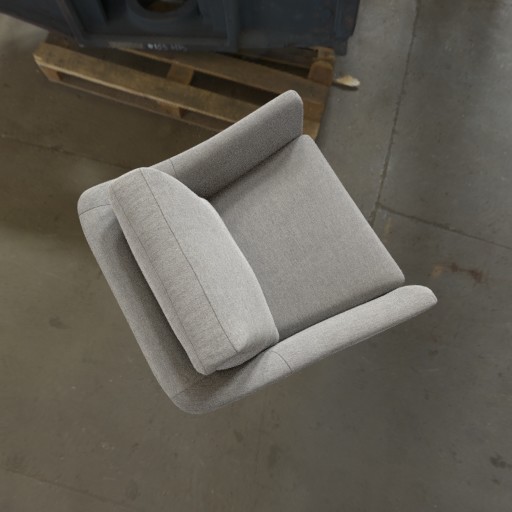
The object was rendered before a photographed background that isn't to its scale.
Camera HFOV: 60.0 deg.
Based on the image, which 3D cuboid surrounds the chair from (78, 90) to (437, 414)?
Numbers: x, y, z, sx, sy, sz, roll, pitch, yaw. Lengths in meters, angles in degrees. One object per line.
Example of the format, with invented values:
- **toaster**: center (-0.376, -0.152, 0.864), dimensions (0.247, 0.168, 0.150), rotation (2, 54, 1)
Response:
- **chair**: center (0.000, 0.000, 1.714), dimensions (0.961, 0.902, 0.986), rotation (-29, 77, -7)
